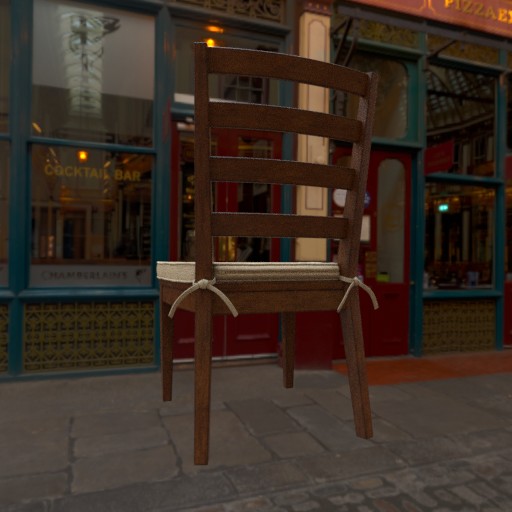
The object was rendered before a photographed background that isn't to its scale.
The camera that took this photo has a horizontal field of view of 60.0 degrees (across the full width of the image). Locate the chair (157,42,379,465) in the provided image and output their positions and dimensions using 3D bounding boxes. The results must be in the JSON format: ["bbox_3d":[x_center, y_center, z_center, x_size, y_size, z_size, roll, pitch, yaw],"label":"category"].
[{"bbox_3d":[0.000,0.000,1.351,0.593,0.979,0.595,0,-1,-20],"label":"chair"}]
